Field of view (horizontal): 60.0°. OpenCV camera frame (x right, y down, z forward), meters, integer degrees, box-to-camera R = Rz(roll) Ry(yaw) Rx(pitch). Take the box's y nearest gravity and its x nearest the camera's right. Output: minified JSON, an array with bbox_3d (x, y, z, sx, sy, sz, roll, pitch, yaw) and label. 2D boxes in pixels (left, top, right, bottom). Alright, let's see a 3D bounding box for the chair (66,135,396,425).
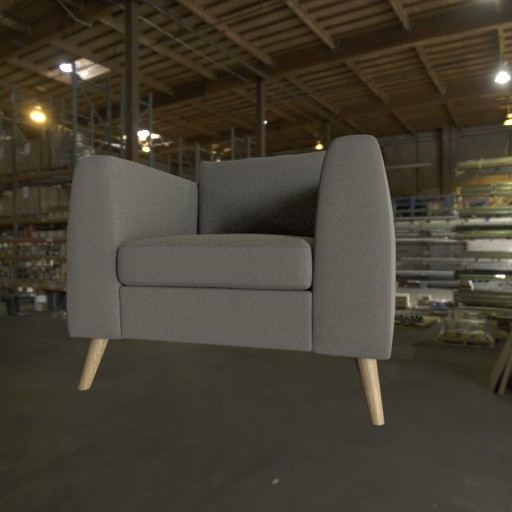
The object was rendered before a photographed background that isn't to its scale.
[{"bbox_3d":[0.000,0.000,1.671,1.000,0.860,0.930,0,1,18],"label":"chair"}]
